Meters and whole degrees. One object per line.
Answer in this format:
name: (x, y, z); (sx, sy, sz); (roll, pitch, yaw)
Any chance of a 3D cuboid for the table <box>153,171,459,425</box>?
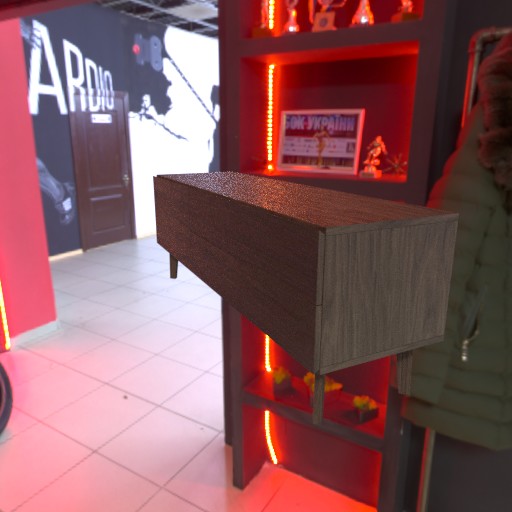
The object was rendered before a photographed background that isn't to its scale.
table: (0.000, 0.000, 1.655); (0.405, 0.508, 1.397); (-7, 17, -25)
